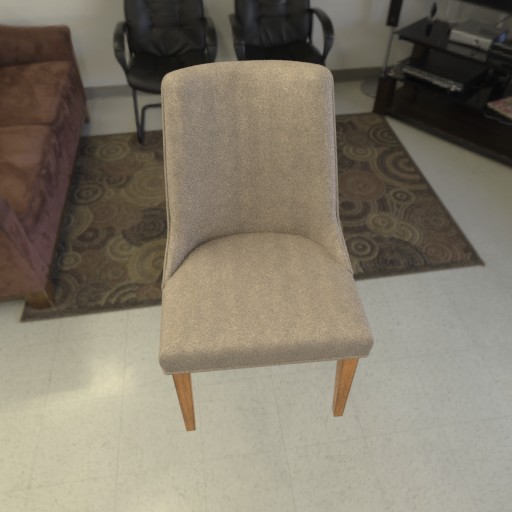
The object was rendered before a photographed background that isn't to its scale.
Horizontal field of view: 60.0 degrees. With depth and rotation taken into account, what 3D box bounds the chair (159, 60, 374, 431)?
[{"bbox_3d":[0.000,0.000,1.302,0.548,0.916,0.636,-4,47,-4],"label":"chair"}]
